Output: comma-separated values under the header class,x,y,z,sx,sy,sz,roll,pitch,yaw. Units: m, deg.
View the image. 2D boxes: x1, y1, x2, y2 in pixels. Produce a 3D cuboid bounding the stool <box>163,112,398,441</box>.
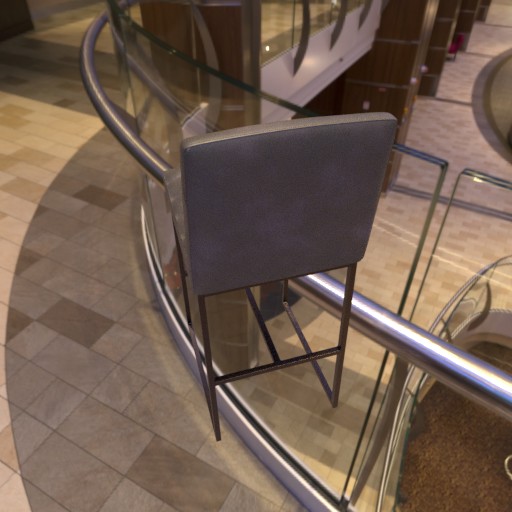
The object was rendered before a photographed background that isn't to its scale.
class,x,y,z,sx,sy,sz,roll,pitch,yaw
stool,0.000,0.000,1.369,0.463,1.065,0.562,-11,41,-13
